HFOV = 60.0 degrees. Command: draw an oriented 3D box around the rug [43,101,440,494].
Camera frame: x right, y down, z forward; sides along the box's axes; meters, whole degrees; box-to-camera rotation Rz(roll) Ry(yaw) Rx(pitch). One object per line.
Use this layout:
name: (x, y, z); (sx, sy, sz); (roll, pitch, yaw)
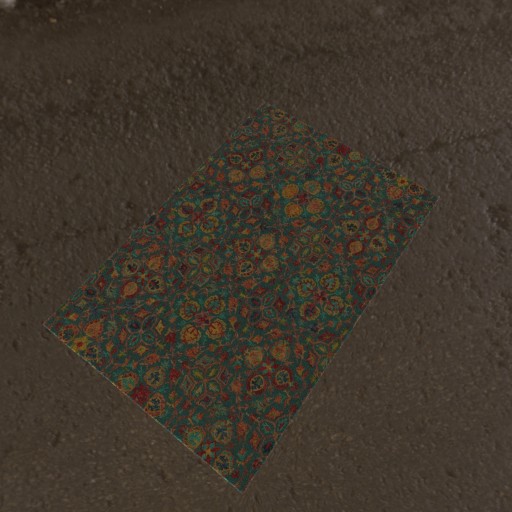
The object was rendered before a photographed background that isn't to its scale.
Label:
rug: (0.000, 0.000, 2.896); (1.527, 0.016, 2.290); (33, 68, 16)
